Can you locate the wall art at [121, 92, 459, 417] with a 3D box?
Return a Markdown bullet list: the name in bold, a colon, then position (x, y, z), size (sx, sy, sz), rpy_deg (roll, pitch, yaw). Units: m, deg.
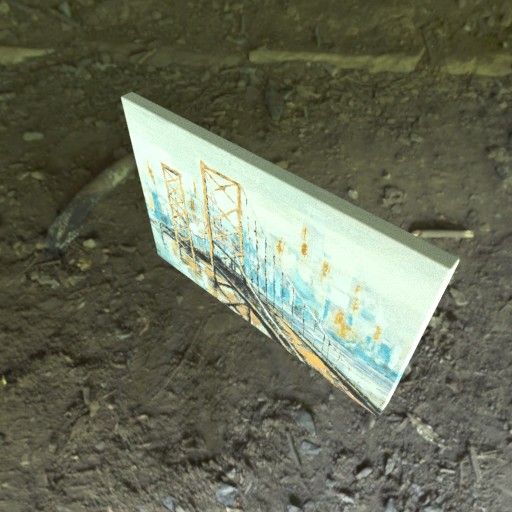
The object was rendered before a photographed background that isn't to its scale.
- **wall art**: position (0.000, 0.000, 1.187), size (0.913, 0.609, 0.038), rpy_deg (33, 55, 27)
